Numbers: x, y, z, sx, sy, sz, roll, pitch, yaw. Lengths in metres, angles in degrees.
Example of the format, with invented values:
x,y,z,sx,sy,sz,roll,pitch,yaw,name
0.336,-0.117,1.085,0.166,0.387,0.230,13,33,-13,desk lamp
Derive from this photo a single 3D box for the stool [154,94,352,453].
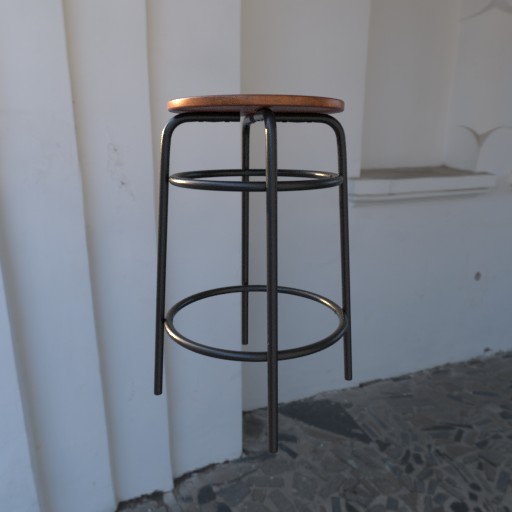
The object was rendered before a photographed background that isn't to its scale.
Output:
x,y,z,sx,sy,sz,roll,pitch,yaw,name
0.000,0.000,0.930,0.455,0.610,0.455,-2,15,-8,stool
